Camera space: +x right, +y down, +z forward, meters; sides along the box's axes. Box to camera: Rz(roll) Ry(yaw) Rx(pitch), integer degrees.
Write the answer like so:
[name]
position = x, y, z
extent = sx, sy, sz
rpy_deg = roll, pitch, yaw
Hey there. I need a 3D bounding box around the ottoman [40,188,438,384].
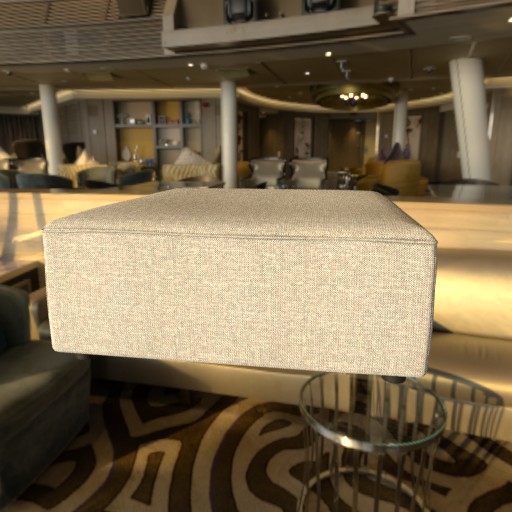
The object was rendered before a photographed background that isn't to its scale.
[ottoman]
position = 0.000, 0.000, 1.592
extent = 1.023, 0.423, 1.017
rpy_deg = 2, 14, 9
